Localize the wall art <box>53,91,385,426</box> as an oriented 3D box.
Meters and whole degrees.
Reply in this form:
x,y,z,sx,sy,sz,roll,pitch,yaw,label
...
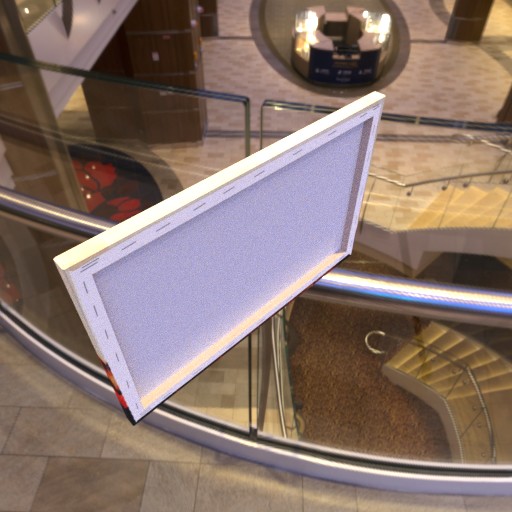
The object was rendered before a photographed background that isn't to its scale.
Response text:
x,y,z,sx,sy,sz,roll,pitch,yaw,label
0.000,0.000,1.177,0.918,0.602,0.038,-34,54,-29,wall art
